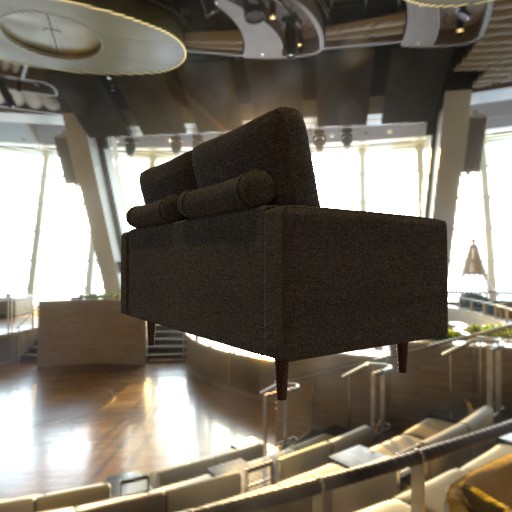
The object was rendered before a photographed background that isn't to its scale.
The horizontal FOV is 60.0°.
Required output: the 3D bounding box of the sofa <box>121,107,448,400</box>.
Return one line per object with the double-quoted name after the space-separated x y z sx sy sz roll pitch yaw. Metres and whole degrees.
0.000 0.000 1.996 0.842 0.907 1.407 1 -1 -35 "sofa"
